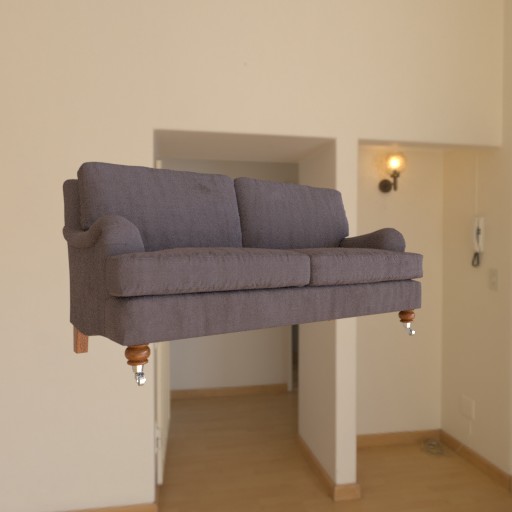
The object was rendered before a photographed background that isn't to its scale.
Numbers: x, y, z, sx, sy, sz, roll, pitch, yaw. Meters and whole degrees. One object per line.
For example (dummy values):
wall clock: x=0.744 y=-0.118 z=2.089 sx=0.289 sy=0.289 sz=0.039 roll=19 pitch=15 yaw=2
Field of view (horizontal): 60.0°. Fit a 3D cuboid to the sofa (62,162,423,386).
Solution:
sofa: x=0.000 y=0.000 z=2.833 sx=2.165 sy=1.087 sz=1.086 roll=0 pitch=1 yaw=-36
